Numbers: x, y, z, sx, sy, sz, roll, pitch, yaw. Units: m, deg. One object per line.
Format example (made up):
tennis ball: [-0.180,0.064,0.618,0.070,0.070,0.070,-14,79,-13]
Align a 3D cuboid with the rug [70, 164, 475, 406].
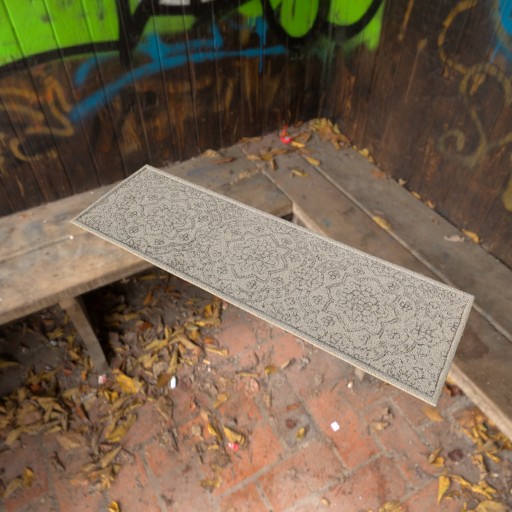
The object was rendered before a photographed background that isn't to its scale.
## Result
rug: [0.000,0.000,2.726,2.448,0.012,0.769,24,51,21]
